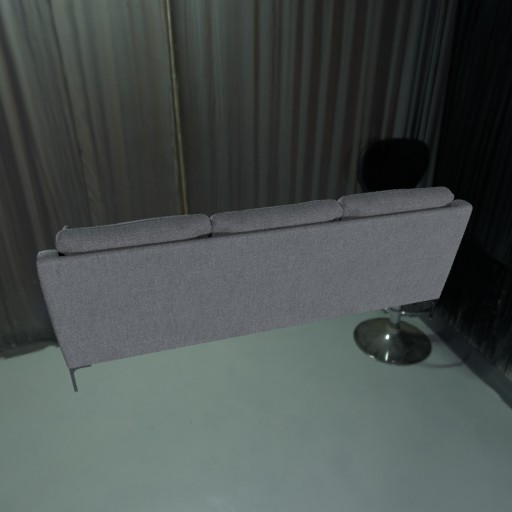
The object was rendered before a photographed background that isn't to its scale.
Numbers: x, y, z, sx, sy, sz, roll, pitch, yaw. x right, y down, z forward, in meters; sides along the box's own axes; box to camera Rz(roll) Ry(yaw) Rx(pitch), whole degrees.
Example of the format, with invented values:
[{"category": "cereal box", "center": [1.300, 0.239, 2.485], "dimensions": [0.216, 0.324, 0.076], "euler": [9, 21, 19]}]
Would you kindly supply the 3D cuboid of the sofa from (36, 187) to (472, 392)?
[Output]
[{"category": "sofa", "center": [0.000, 0.000, 2.470], "dimensions": [2.060, 0.837, 0.849], "euler": [-8, 28, -15]}]
